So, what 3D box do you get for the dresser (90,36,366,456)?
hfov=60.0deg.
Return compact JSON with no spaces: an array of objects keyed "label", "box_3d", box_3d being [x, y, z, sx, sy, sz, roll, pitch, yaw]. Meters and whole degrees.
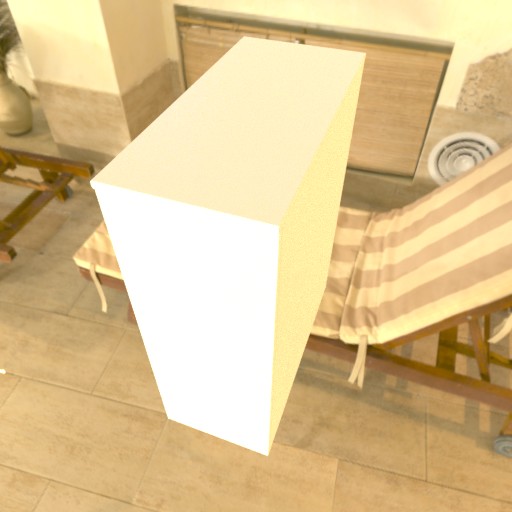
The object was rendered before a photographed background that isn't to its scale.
[{"label":"dresser","box_3d":[0.000,0.000,1.431,0.380,1.040,0.800,15,47,14]}]
